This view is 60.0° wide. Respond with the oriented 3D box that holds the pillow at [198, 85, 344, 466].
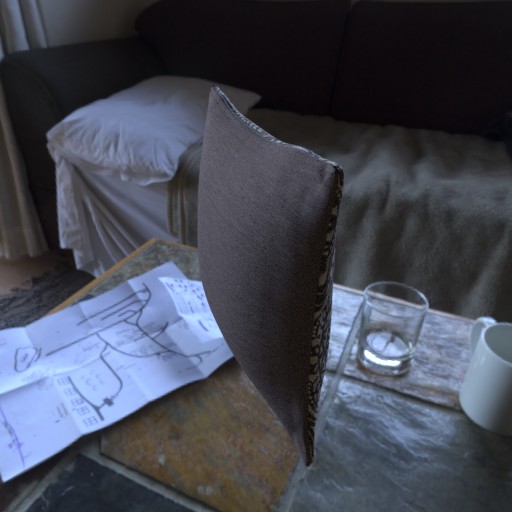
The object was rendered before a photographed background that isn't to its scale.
[{"bbox_3d":[0.000,0.000,0.660,0.148,0.417,0.436,-10,32,-17],"label":"pillow"}]
